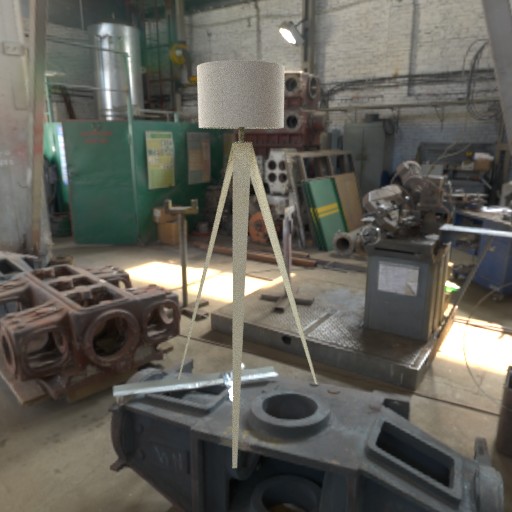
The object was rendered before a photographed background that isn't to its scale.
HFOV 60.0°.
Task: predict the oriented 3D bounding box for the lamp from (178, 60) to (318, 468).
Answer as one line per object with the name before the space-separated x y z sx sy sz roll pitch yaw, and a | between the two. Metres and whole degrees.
lamp | 0.000 0.000 1.913 0.724 1.524 0.716 -3 15 -10
